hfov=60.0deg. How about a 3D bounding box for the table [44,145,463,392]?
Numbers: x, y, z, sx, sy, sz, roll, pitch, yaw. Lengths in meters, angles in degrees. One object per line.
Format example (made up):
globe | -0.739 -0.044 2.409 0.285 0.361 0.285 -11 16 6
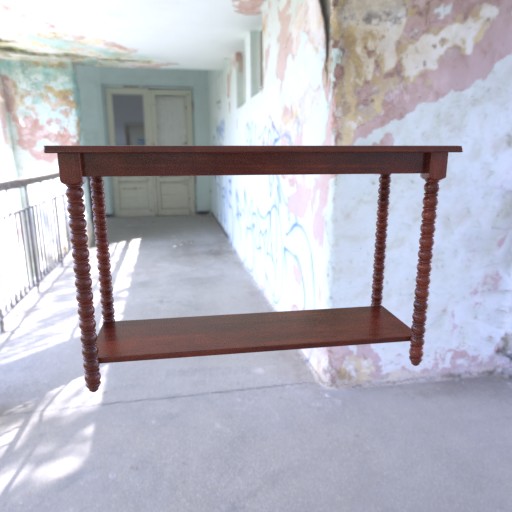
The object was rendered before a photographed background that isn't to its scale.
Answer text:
table | 0.000 0.000 1.533 1.184 0.740 0.459 -2 14 -9
